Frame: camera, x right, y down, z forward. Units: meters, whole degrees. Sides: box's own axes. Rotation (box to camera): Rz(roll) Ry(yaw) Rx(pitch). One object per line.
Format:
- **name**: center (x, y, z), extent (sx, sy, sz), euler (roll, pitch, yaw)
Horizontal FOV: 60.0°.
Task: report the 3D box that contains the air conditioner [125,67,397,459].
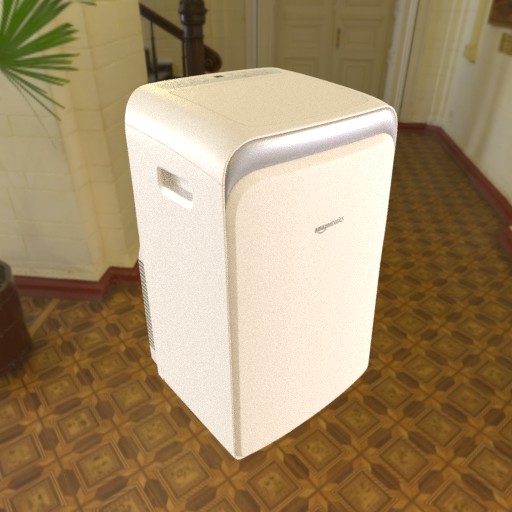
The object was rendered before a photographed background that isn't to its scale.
- **air conditioner**: center (0.000, 0.000, 1.049), extent (0.478, 0.765, 0.467), euler (-23, 39, -32)
